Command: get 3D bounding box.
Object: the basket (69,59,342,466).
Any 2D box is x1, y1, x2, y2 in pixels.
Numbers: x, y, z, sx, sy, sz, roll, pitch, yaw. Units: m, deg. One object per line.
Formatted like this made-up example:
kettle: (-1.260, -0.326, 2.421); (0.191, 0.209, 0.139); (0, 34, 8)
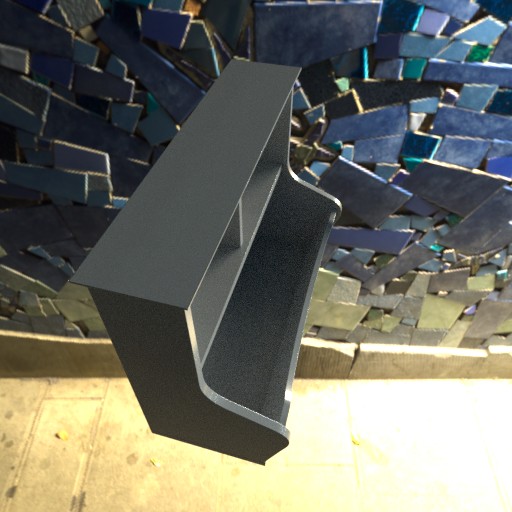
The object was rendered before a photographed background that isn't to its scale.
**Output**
basket: (0.000, 0.000, 1.089); (0.350, 0.600, 0.780); (12, 48, 11)
